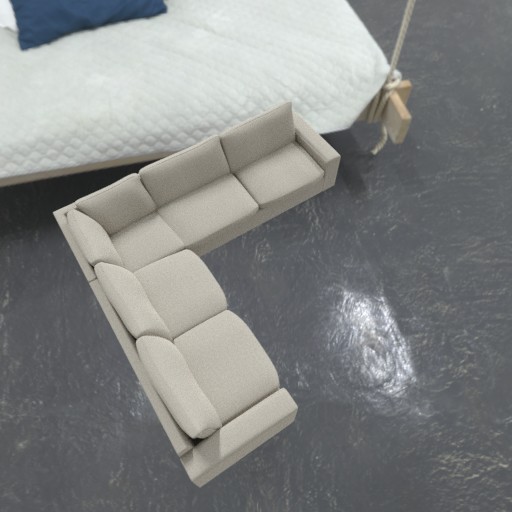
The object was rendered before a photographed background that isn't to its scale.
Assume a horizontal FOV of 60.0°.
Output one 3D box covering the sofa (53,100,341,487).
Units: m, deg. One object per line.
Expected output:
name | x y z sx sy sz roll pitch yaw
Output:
sofa | 0.000 0.000 4.708 3.206 0.918 3.066 -29 63 -17
